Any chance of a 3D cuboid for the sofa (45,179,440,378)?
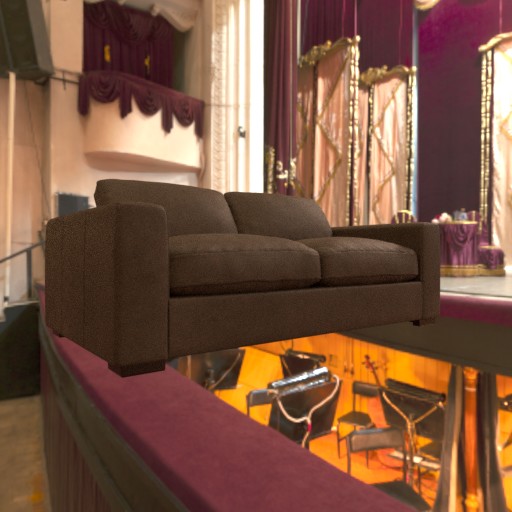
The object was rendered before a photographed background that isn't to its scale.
[{"bbox_3d":[0.000,0.000,2.415,1.920,0.800,1.070,0,1,-37],"label":"sofa"}]
